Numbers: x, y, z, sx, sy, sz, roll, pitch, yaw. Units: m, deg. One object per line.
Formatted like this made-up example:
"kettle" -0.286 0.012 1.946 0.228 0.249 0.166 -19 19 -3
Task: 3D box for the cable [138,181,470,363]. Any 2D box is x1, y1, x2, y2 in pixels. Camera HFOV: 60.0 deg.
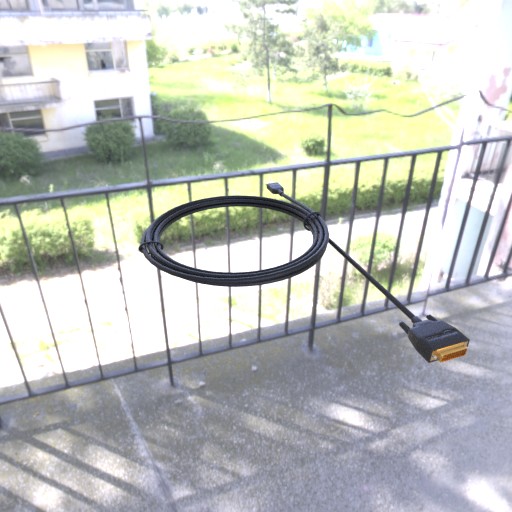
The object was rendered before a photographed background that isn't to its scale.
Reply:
"cable" 0.000 0.000 0.523 0.257 0.030 0.422 -11 32 -18
